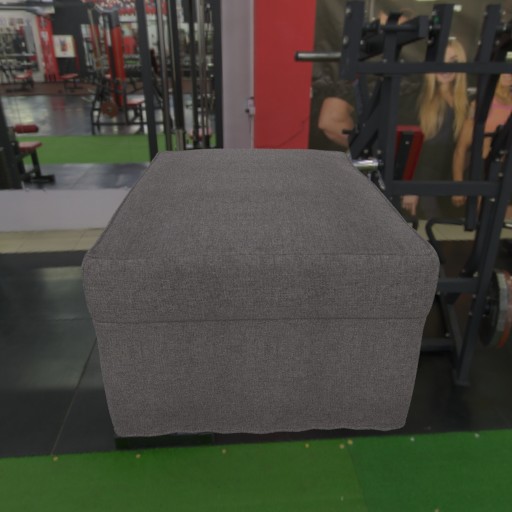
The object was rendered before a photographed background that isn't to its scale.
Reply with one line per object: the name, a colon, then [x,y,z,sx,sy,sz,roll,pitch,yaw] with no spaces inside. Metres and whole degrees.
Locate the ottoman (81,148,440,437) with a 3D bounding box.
ottoman: [0.000,0.000,1.220,0.652,0.492,0.833,-1,26,-2]
